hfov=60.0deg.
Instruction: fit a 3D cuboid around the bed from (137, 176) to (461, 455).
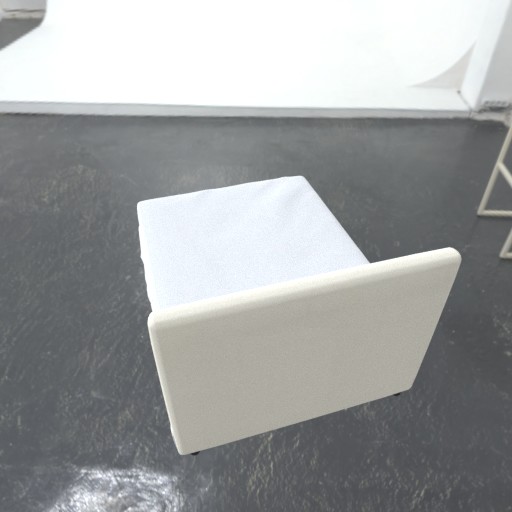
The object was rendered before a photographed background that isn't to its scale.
[{"bbox_3d":[0.000,0.000,3.331,1.713,1.330,2.142,-11,42,-13],"label":"bed"}]
